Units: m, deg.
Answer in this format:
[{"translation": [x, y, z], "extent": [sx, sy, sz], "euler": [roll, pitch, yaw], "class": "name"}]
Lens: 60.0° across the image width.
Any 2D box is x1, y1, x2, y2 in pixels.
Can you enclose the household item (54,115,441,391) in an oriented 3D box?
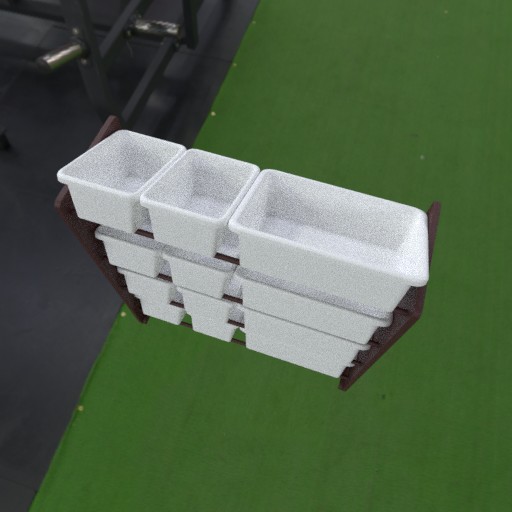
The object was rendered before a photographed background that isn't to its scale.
[{"translation": [0.000, 0.000, 1.287], "extent": [0.787, 0.864, 0.389], "euler": [17, 64, 8], "class": "household item"}]
